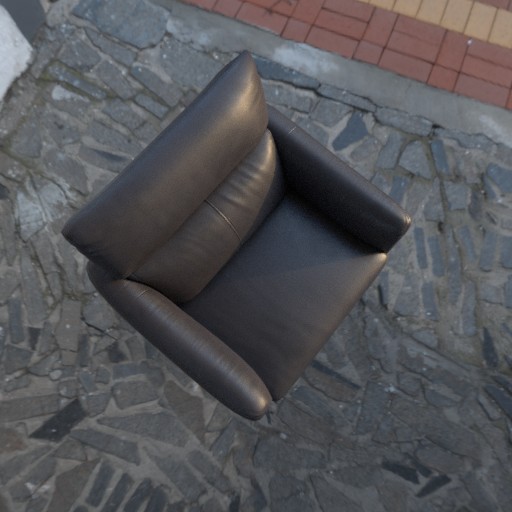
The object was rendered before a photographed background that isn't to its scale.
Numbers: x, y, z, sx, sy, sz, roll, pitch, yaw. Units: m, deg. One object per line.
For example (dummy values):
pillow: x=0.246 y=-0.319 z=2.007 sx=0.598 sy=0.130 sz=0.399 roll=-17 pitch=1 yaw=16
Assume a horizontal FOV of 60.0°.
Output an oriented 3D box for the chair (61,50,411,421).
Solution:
chair: x=0.000 y=0.000 z=1.671 sx=0.809 sy=0.949 sz=0.976 roll=38 pitch=77 yaw=11
